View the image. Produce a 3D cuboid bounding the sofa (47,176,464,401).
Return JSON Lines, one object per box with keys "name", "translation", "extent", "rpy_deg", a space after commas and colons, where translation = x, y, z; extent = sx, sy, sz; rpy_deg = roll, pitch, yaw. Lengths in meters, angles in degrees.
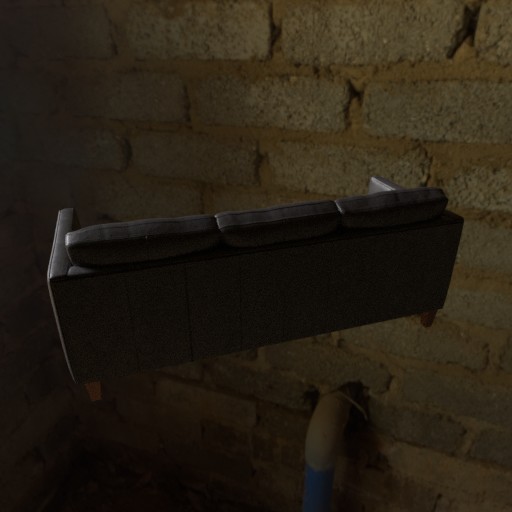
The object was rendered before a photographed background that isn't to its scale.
{"name": "sofa", "translation": [0.000, 0.000, 3.020], "extent": [2.464, 1.006, 1.045], "rpy_deg": [-8, 28, -16]}
